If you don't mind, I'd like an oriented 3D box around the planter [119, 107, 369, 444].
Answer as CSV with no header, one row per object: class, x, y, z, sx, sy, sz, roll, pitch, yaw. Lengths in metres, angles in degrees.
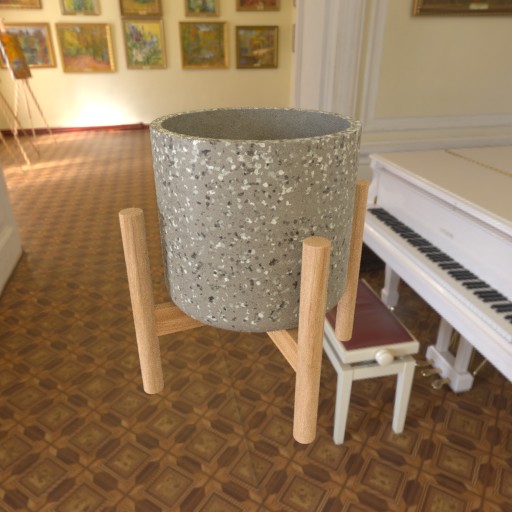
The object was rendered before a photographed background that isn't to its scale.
planter,0.000,0.000,0.543,0.284,0.320,0.284,0,26,0
